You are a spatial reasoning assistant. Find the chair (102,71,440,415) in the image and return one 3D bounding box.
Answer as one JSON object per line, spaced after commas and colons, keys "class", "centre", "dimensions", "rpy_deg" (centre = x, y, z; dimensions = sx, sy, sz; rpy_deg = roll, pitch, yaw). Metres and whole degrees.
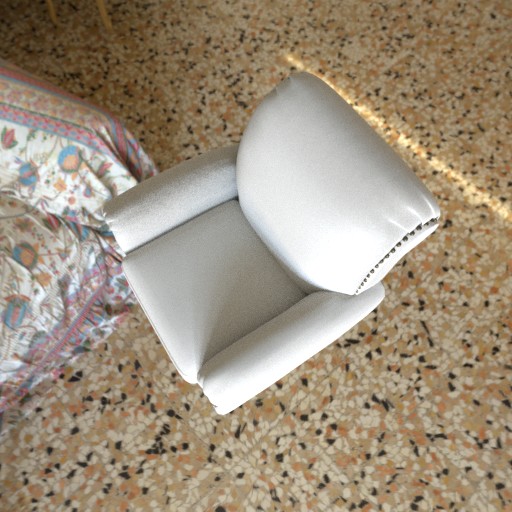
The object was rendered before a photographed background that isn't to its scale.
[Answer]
{"class": "chair", "centre": [0.000, 0.000, 1.637], "dimensions": [0.890, 0.927, 0.854], "rpy_deg": [-30, 68, -14]}
